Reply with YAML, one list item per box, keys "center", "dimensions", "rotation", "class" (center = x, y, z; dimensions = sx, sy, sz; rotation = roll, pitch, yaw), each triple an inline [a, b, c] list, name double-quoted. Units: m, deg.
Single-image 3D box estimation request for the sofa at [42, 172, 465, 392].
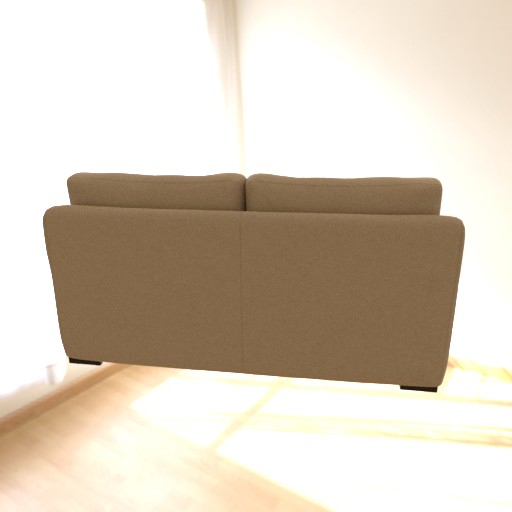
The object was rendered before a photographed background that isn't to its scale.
- center: [0.000, 0.000, 2.438]
  dimensions: [1.885, 0.967, 0.962]
  rotation: [2, 17, 8]
  class: "sofa"
